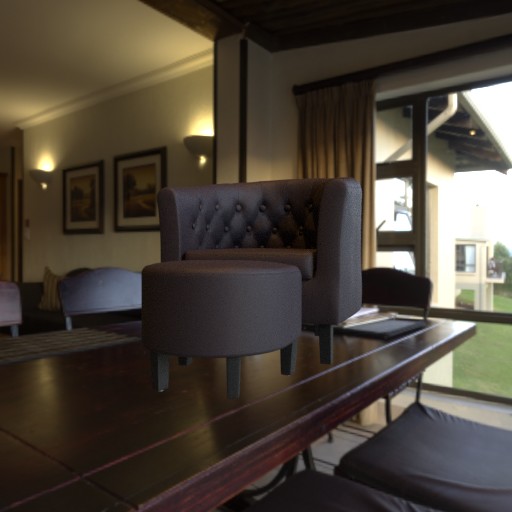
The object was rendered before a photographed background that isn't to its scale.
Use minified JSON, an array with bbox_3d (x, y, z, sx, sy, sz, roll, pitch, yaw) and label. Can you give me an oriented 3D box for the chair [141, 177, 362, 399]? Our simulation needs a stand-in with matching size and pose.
[{"bbox_3d":[0.000,0.000,1.718,0.763,0.760,1.191,0,1,19],"label":"chair"}]
